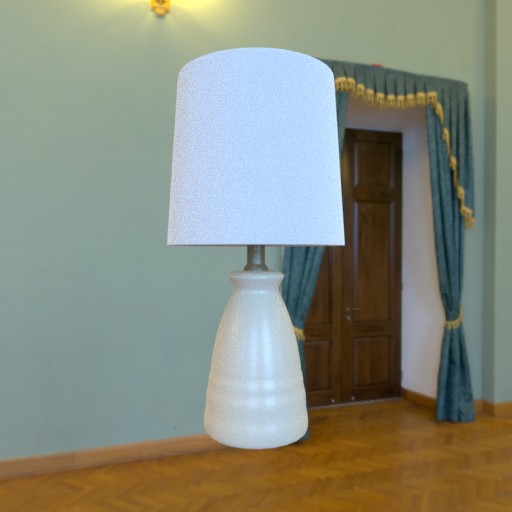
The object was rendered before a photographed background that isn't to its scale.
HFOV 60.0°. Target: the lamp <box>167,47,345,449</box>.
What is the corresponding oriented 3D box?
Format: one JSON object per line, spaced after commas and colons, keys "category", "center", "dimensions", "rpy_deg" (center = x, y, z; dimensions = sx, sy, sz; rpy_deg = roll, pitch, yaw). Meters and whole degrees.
{"category": "lamp", "center": [0.000, 0.000, 0.474], "dimensions": [0.186, 0.369, 0.186], "rpy_deg": [0, 1, 0]}
